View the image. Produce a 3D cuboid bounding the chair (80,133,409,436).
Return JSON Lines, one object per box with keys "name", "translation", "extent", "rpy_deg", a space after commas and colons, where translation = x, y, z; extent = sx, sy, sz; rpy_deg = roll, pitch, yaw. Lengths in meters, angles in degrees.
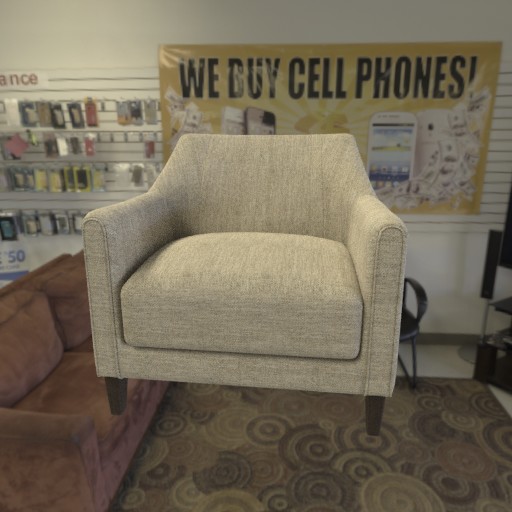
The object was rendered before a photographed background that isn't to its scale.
{"name": "chair", "translation": [0.000, 0.000, 1.429], "extent": [0.796, 0.761, 0.758], "rpy_deg": [2, 16, 7]}
